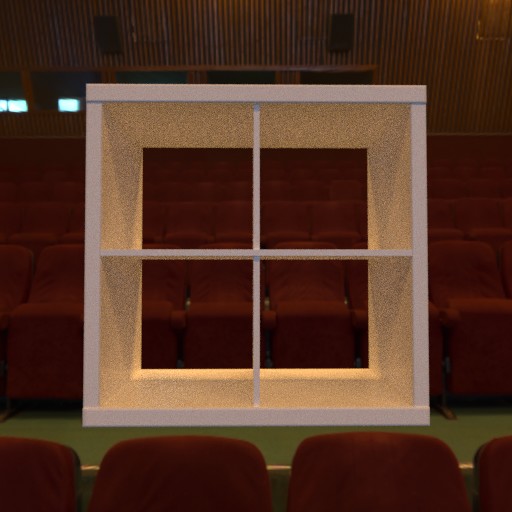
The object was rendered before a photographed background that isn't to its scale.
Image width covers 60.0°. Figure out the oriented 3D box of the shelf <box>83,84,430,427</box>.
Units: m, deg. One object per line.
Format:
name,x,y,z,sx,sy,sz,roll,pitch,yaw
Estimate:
shelf,0.000,0.000,1.214,0.790,0.786,0.390,0,-2,-1
